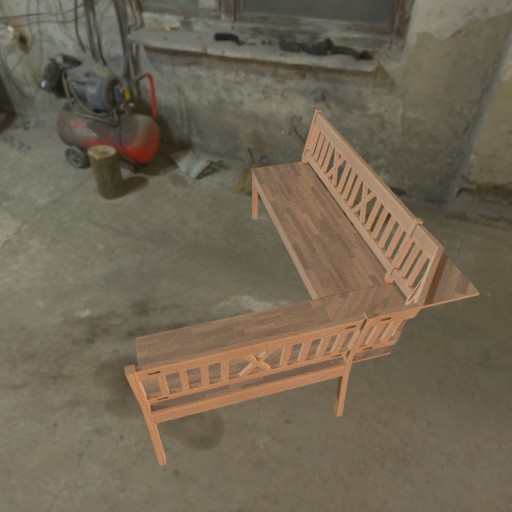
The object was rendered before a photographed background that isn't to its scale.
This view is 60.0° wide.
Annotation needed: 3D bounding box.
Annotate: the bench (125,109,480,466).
[{"bbox_3d":[0.000,0.000,2.760,1.537,0.902,1.937,-11,43,-12],"label":"bench"}]
